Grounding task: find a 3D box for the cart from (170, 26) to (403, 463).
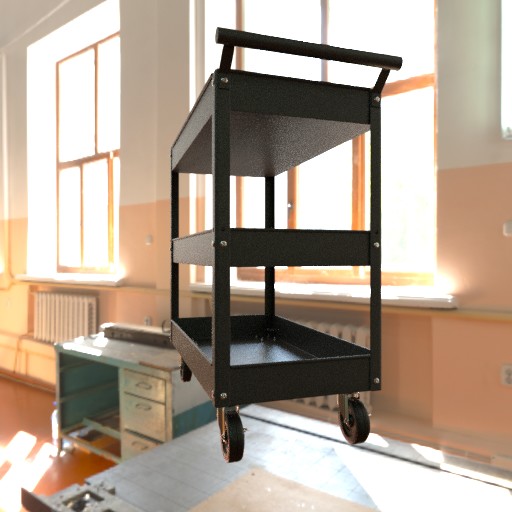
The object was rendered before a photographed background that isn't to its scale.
[{"bbox_3d":[0.000,0.000,1.141,0.366,0.780,0.719,0,0,-18],"label":"cart"}]
